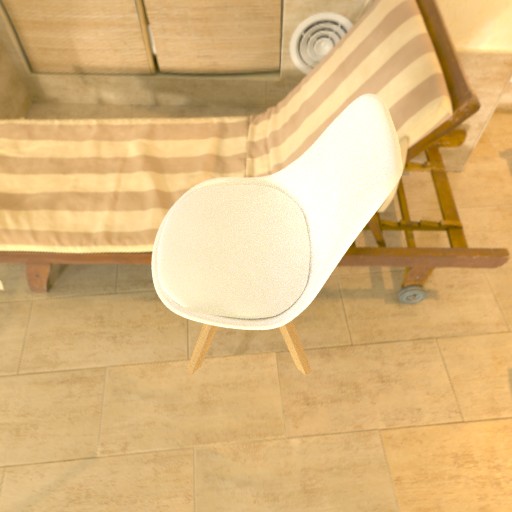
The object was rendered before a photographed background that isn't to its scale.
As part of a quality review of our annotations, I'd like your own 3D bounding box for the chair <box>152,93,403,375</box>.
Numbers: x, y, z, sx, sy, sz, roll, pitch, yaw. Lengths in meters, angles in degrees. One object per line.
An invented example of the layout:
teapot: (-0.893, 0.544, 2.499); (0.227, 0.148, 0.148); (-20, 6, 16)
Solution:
chair: (0.000, 0.000, 1.202); (0.550, 0.849, 0.485); (0, 56, 0)
